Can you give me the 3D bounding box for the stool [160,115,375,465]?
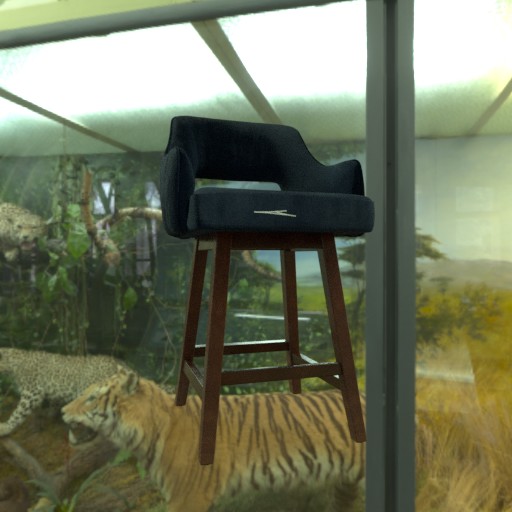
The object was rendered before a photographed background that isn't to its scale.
[{"bbox_3d":[0.000,0.000,1.294,0.550,0.940,0.560,0,0,-18],"label":"stool"}]
